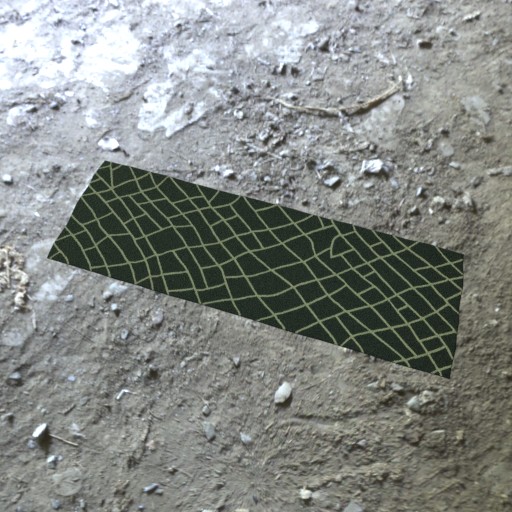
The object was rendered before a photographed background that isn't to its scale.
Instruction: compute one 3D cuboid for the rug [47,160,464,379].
[{"bbox_3d":[0.000,0.000,2.731,2.476,0.010,0.807,16,64,8],"label":"rug"}]
